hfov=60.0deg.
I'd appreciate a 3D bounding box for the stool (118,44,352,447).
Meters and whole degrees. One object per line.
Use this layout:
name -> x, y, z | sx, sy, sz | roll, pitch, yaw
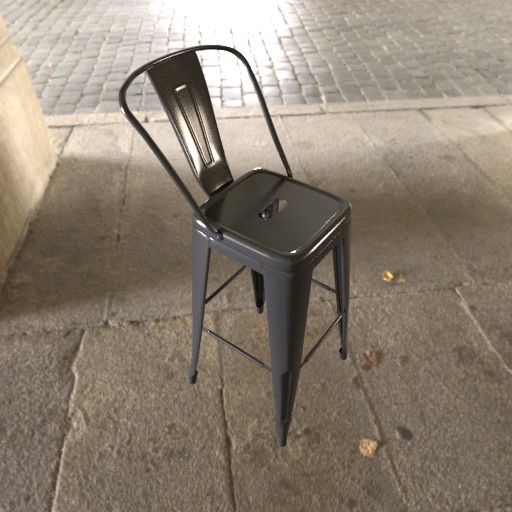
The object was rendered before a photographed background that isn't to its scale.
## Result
stool -> 0.000, 0.000, 1.281 | 0.528, 1.022, 0.432 | 26, 48, 26
